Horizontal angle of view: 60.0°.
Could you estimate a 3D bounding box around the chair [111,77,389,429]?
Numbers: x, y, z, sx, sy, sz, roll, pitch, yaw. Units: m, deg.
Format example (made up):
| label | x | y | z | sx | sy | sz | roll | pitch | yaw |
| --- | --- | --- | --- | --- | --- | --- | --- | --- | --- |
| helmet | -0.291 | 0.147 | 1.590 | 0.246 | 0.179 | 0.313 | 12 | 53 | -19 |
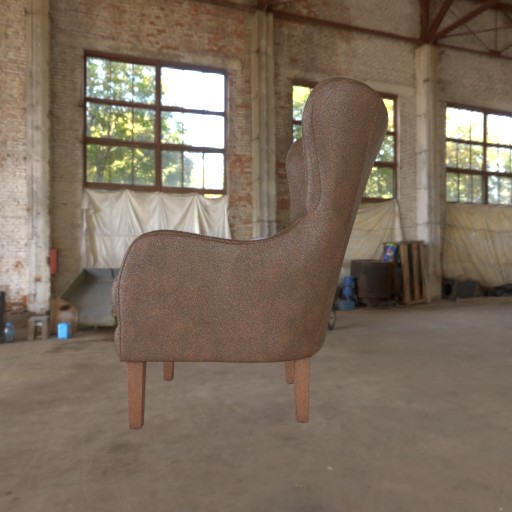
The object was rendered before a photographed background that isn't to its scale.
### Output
| label | x | y | z | sx | sy | sz | roll | pitch | yaw |
| --- | --- | --- | --- | --- | --- | --- | --- | --- | --- |
| chair | 0.000 | 0.000 | 1.610 | 0.914 | 1.048 | 0.692 | 0 | 0 | 0 |
